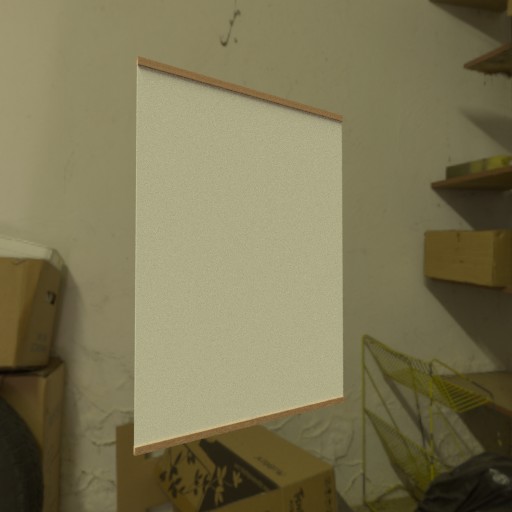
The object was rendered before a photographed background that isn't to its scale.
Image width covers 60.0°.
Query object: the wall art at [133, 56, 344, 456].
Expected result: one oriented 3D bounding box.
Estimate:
[{"bbox_3d":[0.000,0.000,1.355,0.758,1.016,0.013,1,-2,-36],"label":"wall art"}]
